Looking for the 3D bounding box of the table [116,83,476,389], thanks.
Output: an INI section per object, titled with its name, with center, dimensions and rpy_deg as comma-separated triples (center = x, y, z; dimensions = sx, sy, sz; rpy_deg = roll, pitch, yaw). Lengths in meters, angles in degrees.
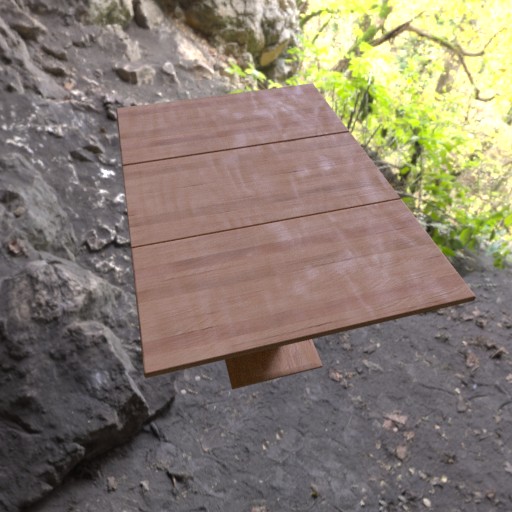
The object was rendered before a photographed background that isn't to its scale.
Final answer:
[table]
center = 0.000, 0.000, 1.840
dimensions = 0.900, 0.770, 1.300
rpy_deg = -11, 48, -10
